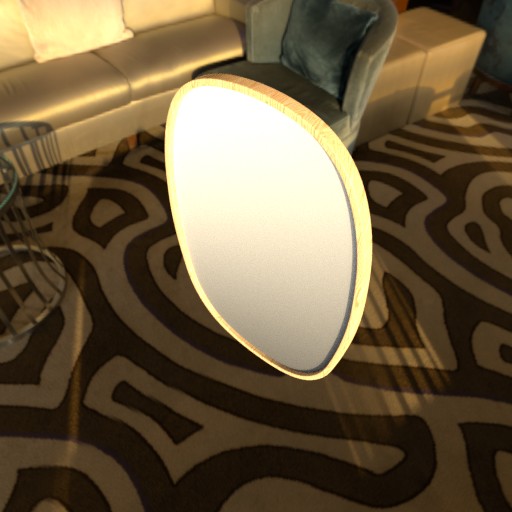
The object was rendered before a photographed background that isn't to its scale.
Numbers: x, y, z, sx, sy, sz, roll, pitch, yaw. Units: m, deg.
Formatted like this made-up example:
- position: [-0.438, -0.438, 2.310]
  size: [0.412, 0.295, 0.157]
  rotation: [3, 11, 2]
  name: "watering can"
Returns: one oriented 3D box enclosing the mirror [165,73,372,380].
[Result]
- position: [0.000, 0.000, 1.352]
  size: [0.724, 1.075, 0.037]
  rotation: [32, 54, 26]
  name: "mirror"
